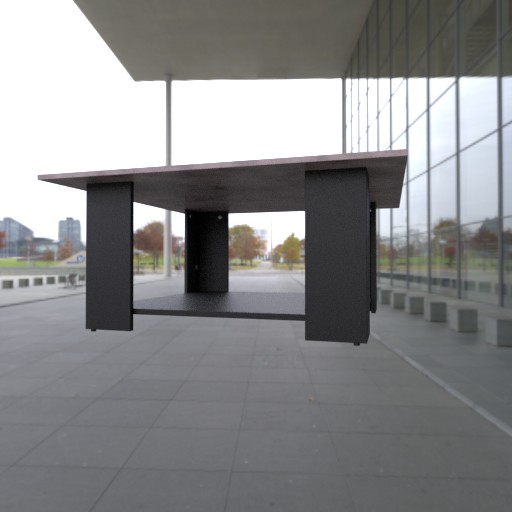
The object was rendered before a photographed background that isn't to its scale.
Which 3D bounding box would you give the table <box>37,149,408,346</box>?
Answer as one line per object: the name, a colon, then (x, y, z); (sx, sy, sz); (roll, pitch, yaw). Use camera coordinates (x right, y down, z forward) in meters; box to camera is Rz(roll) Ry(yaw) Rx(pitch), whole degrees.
table: (0.000, 0.000, 1.067); (0.670, 0.305, 0.670); (0, -1, 17)
